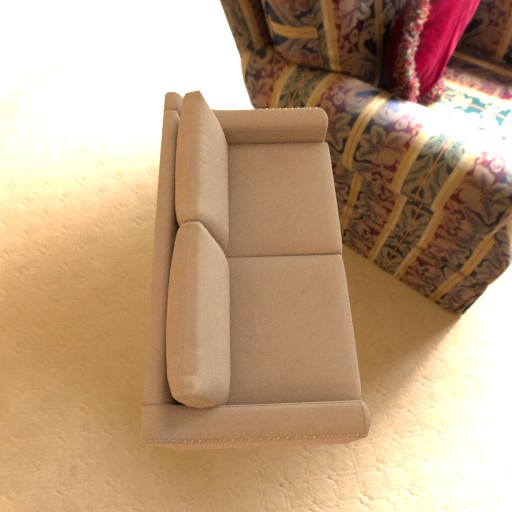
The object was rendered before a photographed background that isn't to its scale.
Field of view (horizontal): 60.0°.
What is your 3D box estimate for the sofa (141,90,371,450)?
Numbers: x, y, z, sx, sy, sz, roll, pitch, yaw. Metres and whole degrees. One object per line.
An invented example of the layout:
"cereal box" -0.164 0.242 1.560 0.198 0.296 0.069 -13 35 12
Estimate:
"sofa" 0.000 0.000 2.523 1.030 0.901 1.967 -2 64 -1
